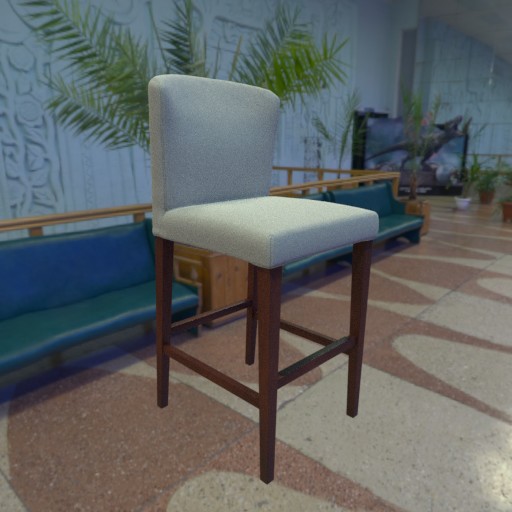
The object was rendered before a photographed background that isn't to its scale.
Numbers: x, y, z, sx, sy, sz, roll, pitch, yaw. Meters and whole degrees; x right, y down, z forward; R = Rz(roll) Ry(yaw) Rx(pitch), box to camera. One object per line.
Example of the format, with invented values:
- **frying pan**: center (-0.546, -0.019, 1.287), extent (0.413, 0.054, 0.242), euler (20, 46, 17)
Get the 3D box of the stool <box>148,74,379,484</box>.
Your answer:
- **stool**: center (0.000, 0.000, 1.351), extent (0.568, 1.069, 0.479), euler (14, 20, 43)
